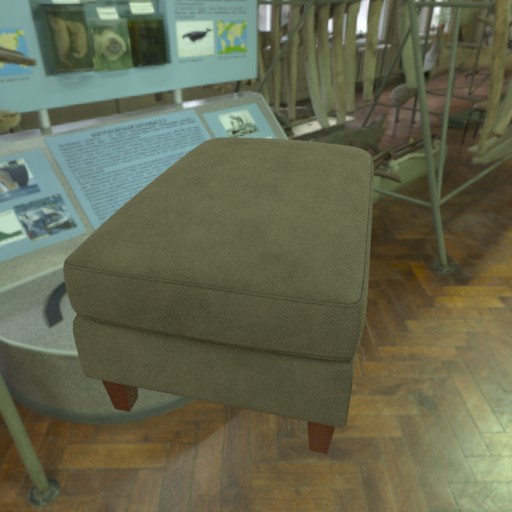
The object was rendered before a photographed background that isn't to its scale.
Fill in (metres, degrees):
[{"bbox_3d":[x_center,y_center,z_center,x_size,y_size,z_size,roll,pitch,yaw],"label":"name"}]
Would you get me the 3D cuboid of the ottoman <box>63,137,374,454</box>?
[{"bbox_3d":[0.000,0.000,1.209,0.584,0.483,0.864,7,31,12],"label":"ottoman"}]
